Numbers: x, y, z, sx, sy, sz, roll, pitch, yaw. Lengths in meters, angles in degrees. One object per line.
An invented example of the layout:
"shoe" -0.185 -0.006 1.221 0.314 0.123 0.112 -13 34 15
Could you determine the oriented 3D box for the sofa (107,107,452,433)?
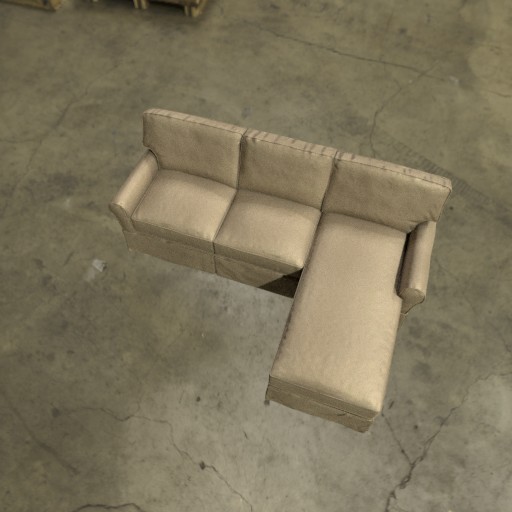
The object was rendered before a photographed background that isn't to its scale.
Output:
"sofa" 0.000 0.000 3.326 2.475 0.978 1.733 16 60 10
